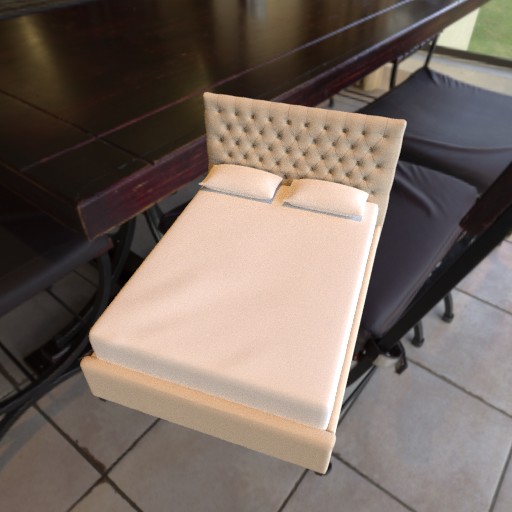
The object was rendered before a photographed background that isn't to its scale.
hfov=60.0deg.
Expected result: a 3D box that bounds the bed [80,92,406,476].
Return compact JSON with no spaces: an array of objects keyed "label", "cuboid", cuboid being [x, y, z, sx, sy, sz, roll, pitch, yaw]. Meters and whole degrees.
[{"label":"bed","cuboid":[0.000,0.000,3.280,1.696,1.426,2.233,13,44,14]}]
